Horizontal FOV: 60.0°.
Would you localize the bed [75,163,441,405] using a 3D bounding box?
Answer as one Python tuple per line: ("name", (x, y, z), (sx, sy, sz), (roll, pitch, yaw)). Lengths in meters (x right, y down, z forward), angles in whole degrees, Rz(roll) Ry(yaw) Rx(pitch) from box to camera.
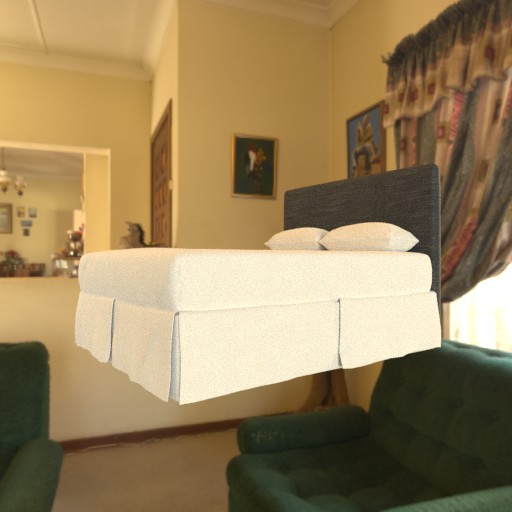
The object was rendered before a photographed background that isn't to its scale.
("bed", (0.000, 0.000, 3.174), (2.142, 1.330, 1.723), (0, 0, -36))
